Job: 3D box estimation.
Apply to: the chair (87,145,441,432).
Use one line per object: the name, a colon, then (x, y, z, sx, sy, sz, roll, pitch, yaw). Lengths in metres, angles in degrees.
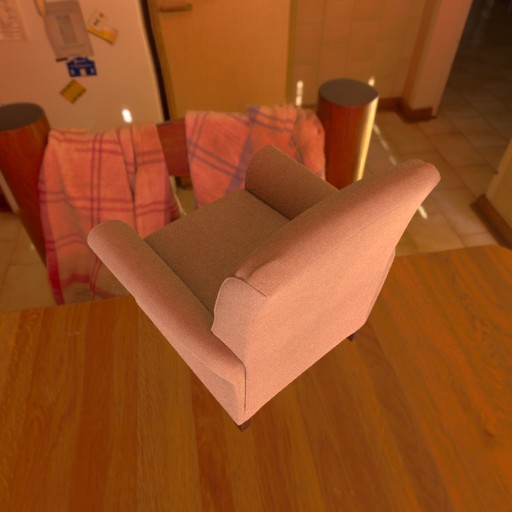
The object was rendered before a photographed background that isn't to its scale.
chair: (0.000, 0.000, 1.747, 0.978, 1.061, 0.905, -31, 54, -27)
